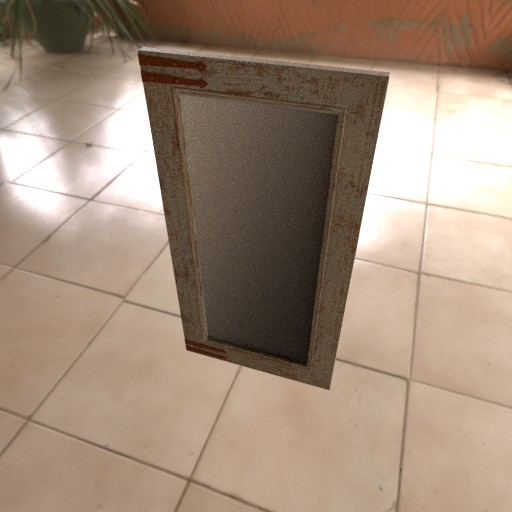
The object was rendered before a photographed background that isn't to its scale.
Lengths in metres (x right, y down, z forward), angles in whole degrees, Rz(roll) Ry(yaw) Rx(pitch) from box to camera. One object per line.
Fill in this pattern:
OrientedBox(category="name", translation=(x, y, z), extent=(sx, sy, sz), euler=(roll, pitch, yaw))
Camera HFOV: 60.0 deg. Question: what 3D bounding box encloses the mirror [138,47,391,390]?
OrientedBox(category="mirror", translation=(0.000, 0.000, 1.096), extent=(0.472, 0.922, 0.027), euler=(12, 42, 14))
